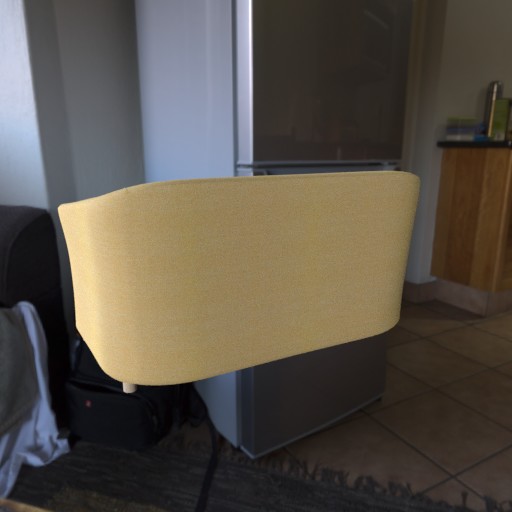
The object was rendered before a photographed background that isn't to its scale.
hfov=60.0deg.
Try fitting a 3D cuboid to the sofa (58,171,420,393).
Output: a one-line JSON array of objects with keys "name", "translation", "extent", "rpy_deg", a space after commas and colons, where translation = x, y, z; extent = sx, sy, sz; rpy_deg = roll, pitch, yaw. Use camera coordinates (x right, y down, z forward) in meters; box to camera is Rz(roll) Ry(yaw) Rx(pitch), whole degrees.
[{"name": "sofa", "translation": [0.000, 0.000, 1.872], "extent": [1.452, 0.721, 0.705], "rpy_deg": [-7, 16, -26]}]
